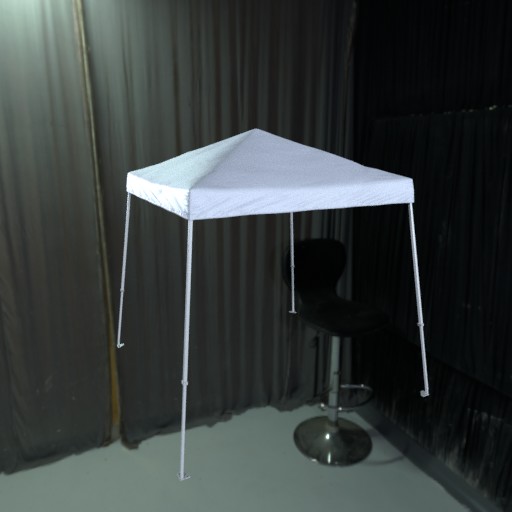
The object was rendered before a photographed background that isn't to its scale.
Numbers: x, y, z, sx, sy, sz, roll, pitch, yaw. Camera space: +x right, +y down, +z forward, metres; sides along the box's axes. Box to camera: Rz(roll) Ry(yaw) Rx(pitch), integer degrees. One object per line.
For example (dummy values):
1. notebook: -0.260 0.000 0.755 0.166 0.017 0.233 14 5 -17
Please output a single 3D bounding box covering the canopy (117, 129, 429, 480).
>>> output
1. canopy: 0.000 0.000 6.515 3.600 3.600 3.599 -7 16 -26
